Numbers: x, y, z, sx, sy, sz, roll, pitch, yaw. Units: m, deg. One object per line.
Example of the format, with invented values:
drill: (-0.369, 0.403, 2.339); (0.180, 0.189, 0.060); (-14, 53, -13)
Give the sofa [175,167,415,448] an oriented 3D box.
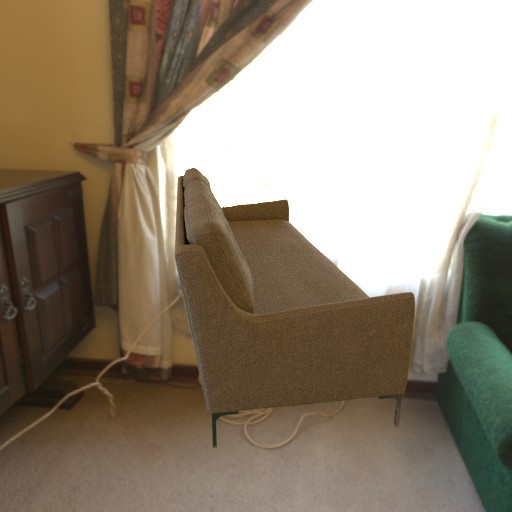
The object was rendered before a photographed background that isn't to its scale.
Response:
sofa: (0.000, 0.000, 2.502); (0.849, 0.837, 2.060); (-3, 17, -9)
